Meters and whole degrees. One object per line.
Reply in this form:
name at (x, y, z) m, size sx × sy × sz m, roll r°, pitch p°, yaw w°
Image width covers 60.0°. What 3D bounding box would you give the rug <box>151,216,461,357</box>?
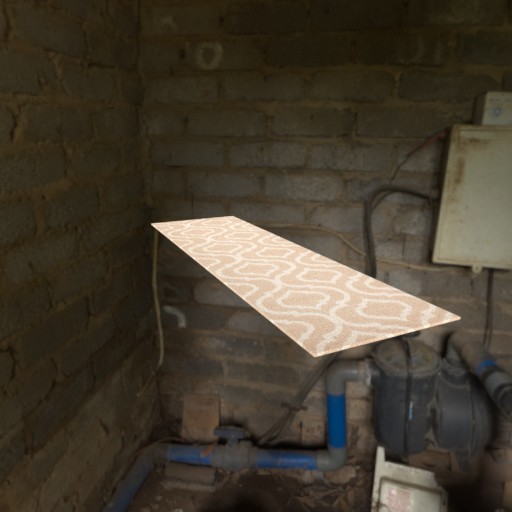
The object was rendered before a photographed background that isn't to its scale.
rug at (0.000, 0.000, 2.596) m, size 0.691 × 0.013 × 2.289 m, roll -8°, pitch 18°, yaw -25°
